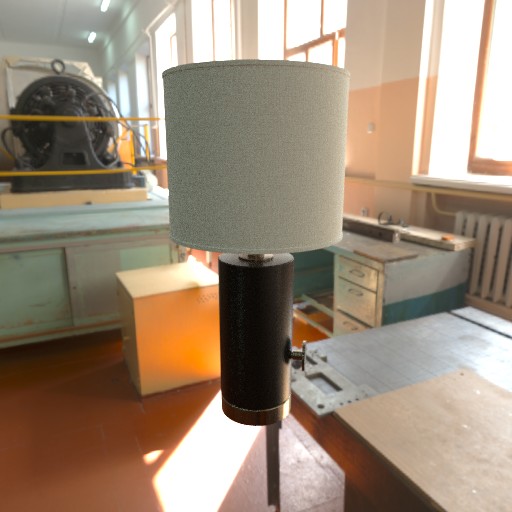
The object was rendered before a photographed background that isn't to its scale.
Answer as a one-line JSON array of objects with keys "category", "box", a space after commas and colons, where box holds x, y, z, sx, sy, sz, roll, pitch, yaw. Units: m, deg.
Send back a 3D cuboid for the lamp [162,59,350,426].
[{"category": "lamp", "box": [0.000, 0.000, 0.635, 0.240, 0.482, 0.241, 2, 14, 9]}]
